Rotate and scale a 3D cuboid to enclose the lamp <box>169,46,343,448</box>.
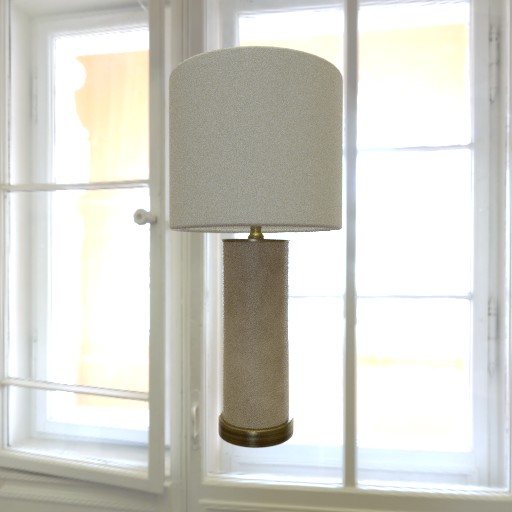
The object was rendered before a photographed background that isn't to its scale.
[{"bbox_3d":[0.000,0.000,0.797,0.305,0.634,0.305,-1,1,-36],"label":"lamp"}]
